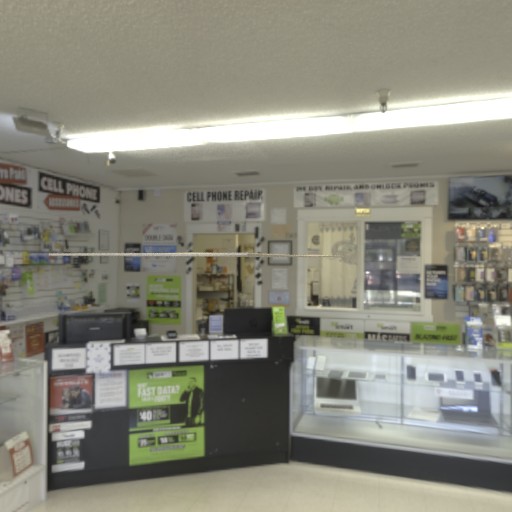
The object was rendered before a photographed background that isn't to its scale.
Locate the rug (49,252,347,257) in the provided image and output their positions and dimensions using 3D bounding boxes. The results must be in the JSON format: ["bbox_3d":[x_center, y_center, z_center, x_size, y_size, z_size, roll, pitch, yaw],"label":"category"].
[{"bbox_3d":[0.000,0.000,2.641,0.770,0.016,2.442,0,0,19],"label":"rug"}]
